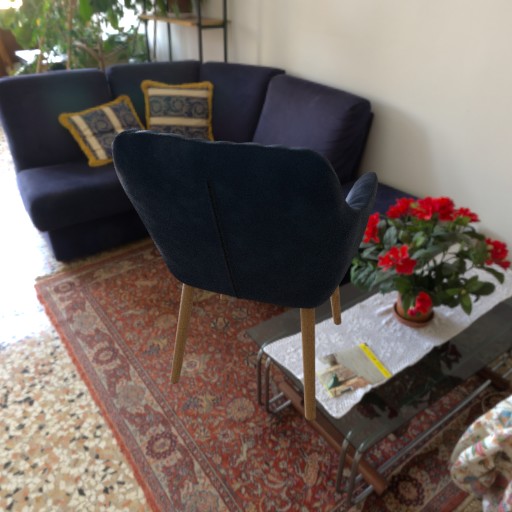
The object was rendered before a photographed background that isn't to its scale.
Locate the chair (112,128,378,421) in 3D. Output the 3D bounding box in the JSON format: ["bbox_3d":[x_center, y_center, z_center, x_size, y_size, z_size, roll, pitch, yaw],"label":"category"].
[{"bbox_3d":[0.000,0.000,1.224,0.578,0.826,0.573,10,34,15],"label":"chair"}]
